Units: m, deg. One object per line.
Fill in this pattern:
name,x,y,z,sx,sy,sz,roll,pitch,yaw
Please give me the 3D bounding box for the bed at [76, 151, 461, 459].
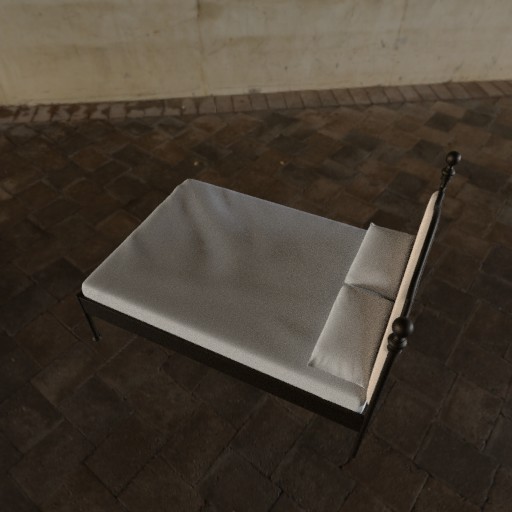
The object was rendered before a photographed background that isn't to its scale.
bed,0.000,0.000,3.148,2.170,1.462,1.533,19,48,18
